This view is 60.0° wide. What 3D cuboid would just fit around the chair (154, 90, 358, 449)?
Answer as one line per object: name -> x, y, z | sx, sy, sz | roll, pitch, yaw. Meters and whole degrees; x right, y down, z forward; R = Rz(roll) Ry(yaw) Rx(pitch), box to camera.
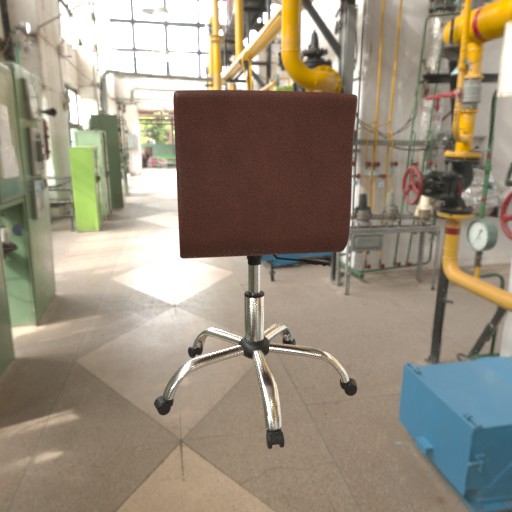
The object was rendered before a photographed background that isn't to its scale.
chair -> 0.000, 0.000, 1.157 | 0.556, 0.780, 0.530 | -2, 14, -10
